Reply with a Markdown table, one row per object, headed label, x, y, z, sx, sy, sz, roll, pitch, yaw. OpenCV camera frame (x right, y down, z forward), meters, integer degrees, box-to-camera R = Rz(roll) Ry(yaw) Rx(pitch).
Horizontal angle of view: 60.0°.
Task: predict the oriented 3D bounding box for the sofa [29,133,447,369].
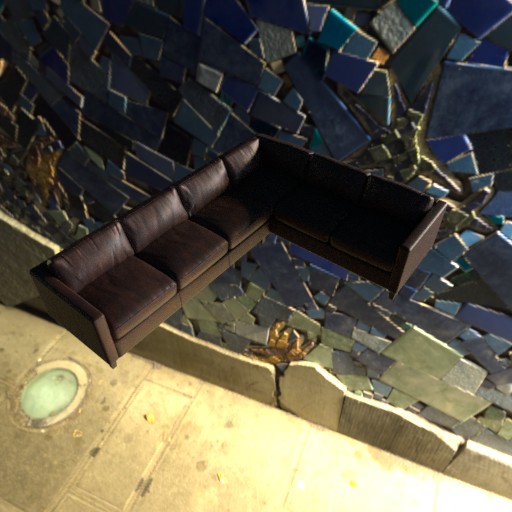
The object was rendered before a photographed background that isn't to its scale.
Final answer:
| label | x | y | z | sx | sy | sz | roll | pitch | yaw |
| --- | --- | --- | --- | --- | --- | --- | --- | --- | --- |
| sofa | 0.000 | 0.000 | 4.273 | 2.438 | 0.836 | 3.152 | 28 | 49 | 27 |
